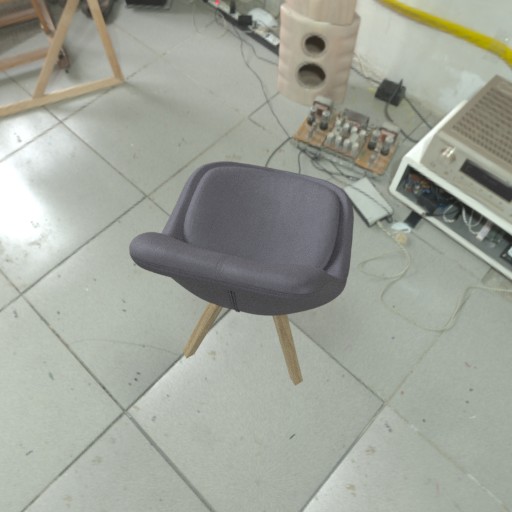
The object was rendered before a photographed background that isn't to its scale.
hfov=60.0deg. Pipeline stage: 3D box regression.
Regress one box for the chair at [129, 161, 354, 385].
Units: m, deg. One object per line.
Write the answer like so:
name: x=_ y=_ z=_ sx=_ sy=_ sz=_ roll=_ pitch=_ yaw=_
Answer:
chair: x=0.000 y=0.000 z=1.194 sx=0.483 sy=0.865 sz=0.547 roll=12 pitch=63 yaw=6
